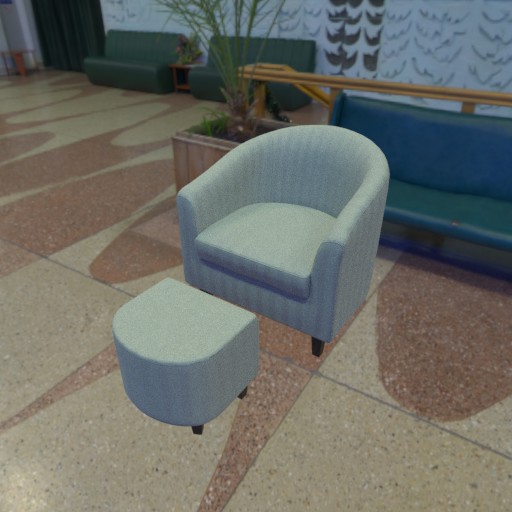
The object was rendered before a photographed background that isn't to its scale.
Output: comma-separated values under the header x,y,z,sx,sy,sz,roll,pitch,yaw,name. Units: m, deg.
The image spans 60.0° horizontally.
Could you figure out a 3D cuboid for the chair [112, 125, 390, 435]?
x,y,z,sx,sy,sz,roll,pitch,yaw,name
0.000,0.000,1.753,0.756,0.757,1.288,19,36,29,chair
